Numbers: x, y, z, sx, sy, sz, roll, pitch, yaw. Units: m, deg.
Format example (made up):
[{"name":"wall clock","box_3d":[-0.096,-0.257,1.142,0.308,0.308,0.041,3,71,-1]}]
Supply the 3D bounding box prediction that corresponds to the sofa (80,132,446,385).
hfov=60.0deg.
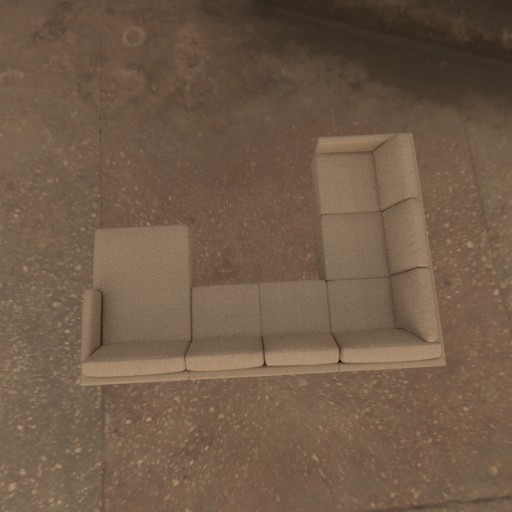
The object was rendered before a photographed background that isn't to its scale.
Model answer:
[{"name":"sofa","box_3d":[0.000,0.000,4.648,3.460,0.882,2.427,-3,76,-1]}]
